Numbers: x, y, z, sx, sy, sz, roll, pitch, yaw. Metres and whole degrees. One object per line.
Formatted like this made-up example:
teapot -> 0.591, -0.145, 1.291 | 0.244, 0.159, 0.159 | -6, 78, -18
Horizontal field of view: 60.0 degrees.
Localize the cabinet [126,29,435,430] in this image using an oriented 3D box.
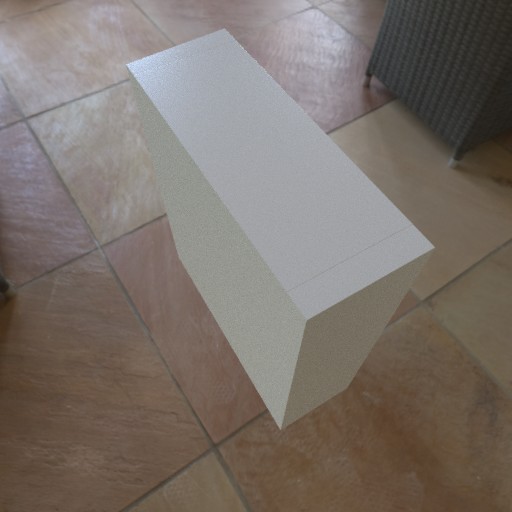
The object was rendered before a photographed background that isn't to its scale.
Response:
cabinet -> 0.000, 0.000, 1.658 | 0.348, 1.150, 0.990 | -27, 62, -16
